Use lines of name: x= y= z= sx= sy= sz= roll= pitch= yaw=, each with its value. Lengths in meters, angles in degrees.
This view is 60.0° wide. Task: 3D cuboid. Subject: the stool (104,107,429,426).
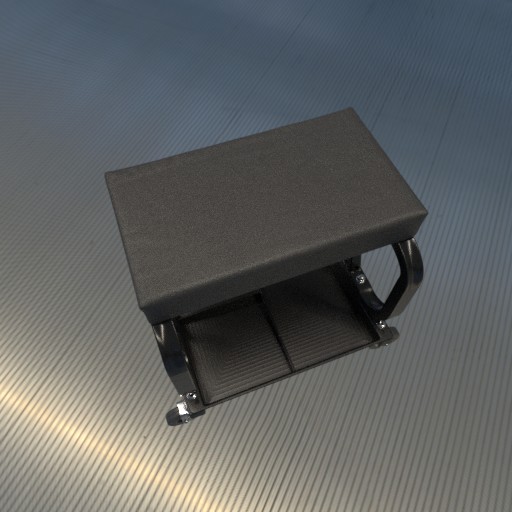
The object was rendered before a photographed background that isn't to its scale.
stool: x=0.000 y=0.000 z=0.736 sx=0.446 sy=0.380 sz=0.371 roll=-18 pitch=60 yaw=-11
